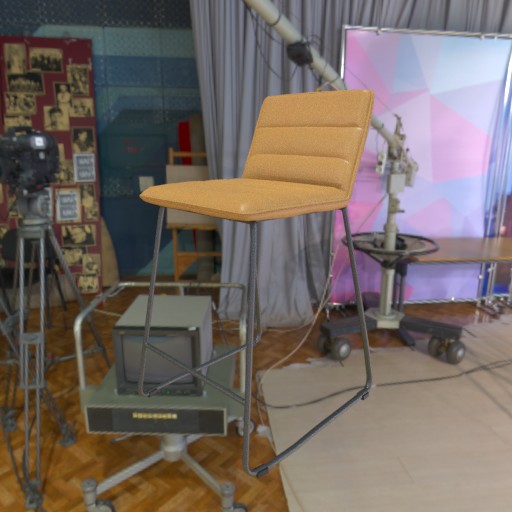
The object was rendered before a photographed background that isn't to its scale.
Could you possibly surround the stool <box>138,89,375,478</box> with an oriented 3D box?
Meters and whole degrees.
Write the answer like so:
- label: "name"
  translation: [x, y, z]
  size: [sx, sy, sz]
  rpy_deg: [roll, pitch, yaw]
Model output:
- label: "stool"
  translation: [0.000, 0.000, 1.206]
  size: [0.489, 0.866, 0.524]
  rpy_deg: [15, 21, 42]
